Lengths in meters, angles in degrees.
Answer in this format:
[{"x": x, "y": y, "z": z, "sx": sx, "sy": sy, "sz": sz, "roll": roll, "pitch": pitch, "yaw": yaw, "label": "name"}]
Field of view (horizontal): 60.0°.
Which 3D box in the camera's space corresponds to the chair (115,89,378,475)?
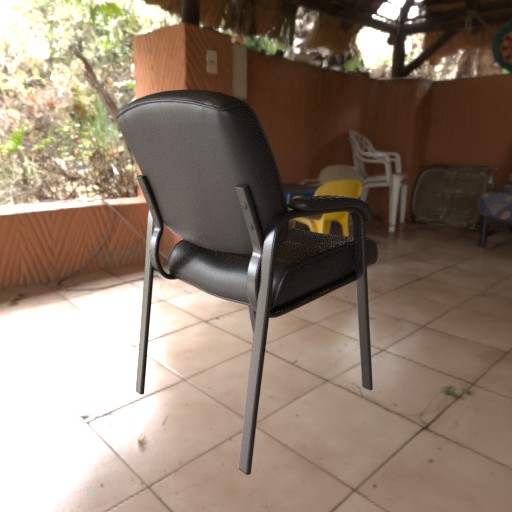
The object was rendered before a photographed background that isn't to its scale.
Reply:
[{"x": 0.000, "y": 0.000, "z": 1.354, "sx": 0.668, "sy": 0.910, "sz": 0.591, "roll": -14, "pitch": 20, "yaw": -43, "label": "chair"}]
